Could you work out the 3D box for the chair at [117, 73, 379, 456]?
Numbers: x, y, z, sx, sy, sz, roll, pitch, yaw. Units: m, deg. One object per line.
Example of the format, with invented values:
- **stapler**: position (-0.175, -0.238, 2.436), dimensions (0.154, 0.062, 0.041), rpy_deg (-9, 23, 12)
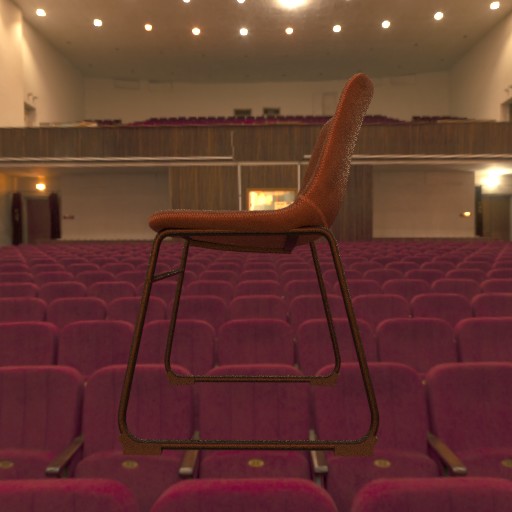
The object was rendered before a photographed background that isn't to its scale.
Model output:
- **chair**: position (0.000, 0.000, 1.097), dimensions (0.551, 0.780, 0.460), rpy_deg (0, 1, 1)
